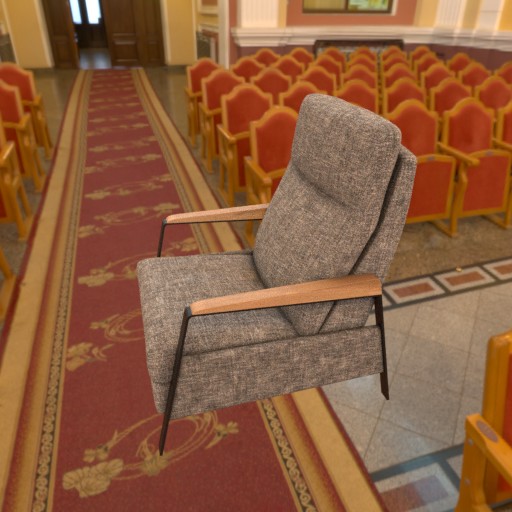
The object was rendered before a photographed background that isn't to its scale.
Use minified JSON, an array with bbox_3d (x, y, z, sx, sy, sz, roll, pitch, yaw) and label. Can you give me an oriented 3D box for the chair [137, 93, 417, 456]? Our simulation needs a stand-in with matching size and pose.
[{"bbox_3d":[0.000,0.000,1.615,0.868,1.042,0.671,-8,31,-14],"label":"chair"}]
